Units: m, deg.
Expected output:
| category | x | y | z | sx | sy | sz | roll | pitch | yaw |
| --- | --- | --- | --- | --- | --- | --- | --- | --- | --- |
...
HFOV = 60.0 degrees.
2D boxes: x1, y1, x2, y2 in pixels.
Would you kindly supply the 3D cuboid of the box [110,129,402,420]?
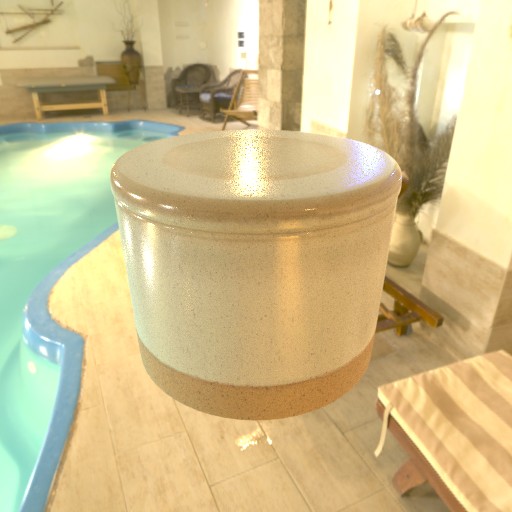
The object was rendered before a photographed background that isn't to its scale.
| category | x | y | z | sx | sy | sz | roll | pitch | yaw |
| --- | --- | --- | --- | --- | --- | --- | --- | --- | --- |
| box | 0.000 | 0.000 | 0.268 | 0.154 | 0.123 | 0.154 | 0 | 27 | 0 |
